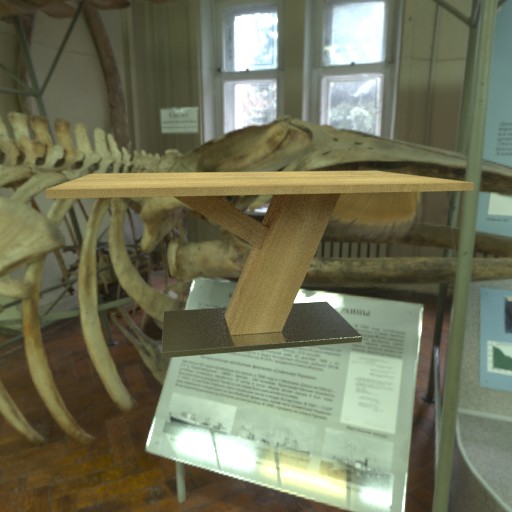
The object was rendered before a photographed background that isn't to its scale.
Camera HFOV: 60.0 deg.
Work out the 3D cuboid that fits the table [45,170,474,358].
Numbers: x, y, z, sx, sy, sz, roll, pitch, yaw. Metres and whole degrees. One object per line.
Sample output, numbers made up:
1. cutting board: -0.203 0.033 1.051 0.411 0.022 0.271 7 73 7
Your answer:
1. table: 0.000 0.000 2.143 1.600 0.750 0.900 -3 14 -10
